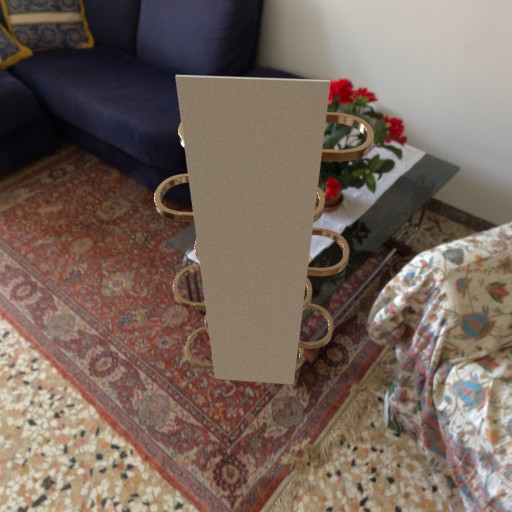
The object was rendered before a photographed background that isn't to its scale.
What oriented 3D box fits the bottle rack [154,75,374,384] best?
[{"bbox_3d":[0.000,0.000,0.812,0.332,0.709,0.118,3,46,3],"label":"bottle rack"}]
